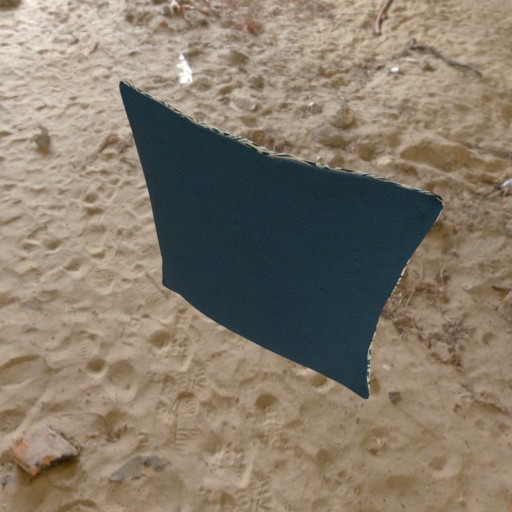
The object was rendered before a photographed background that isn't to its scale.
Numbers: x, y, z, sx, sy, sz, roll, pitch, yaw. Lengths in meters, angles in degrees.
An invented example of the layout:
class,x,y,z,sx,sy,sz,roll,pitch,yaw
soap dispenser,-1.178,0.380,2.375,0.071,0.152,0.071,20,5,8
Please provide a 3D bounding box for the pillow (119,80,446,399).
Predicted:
class,x,y,z,sx,sy,sz,roll,pitch,yaw
pillow,0.000,0.000,0.653,0.440,0.420,0.145,26,52,22
